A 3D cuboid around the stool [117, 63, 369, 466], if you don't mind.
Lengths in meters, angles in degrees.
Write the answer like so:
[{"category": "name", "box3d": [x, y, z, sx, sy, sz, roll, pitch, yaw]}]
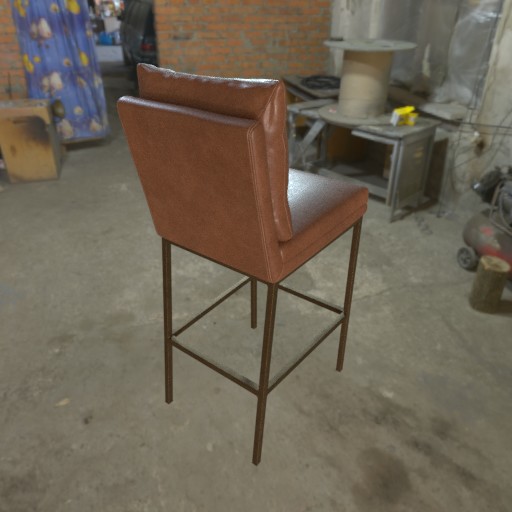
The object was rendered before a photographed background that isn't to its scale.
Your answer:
[{"category": "stool", "box3d": [0.000, 0.000, 1.394, 0.463, 1.124, 0.571, 21, 36, 32]}]
